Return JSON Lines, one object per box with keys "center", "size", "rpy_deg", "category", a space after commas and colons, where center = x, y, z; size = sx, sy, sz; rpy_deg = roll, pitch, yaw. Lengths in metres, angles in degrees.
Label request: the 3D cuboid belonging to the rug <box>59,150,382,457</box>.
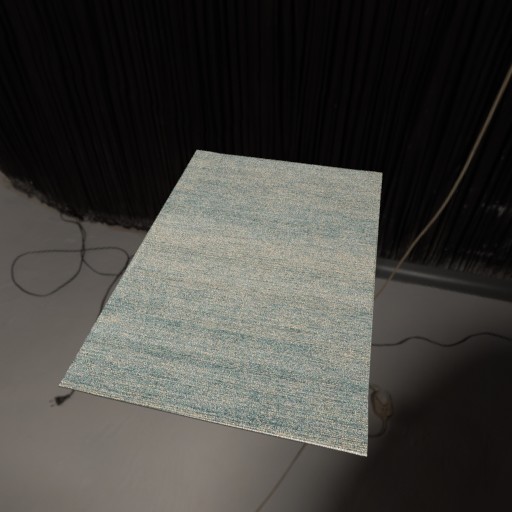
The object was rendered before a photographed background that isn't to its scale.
{"center": [0.000, 0.000, 5.225], "size": [2.802, 0.052, 4.078], "rpy_deg": [9, 47, 9], "category": "rug"}
